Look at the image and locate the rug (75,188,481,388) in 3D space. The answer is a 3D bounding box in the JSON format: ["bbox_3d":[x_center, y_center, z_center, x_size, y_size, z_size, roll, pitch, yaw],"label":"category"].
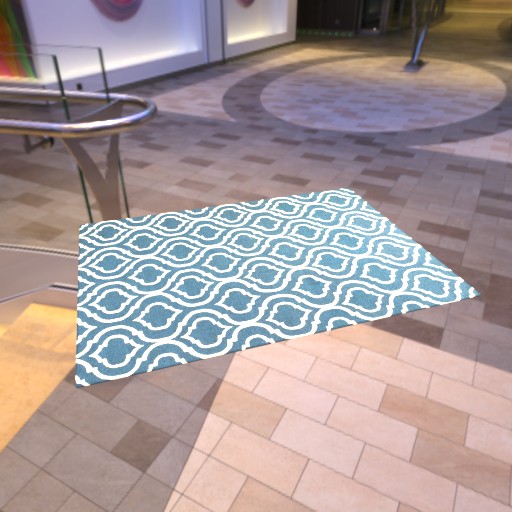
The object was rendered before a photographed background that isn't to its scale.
[{"bbox_3d":[0.000,0.000,4.408,3.353,0.010,2.438,-10,34,-15],"label":"rug"}]
